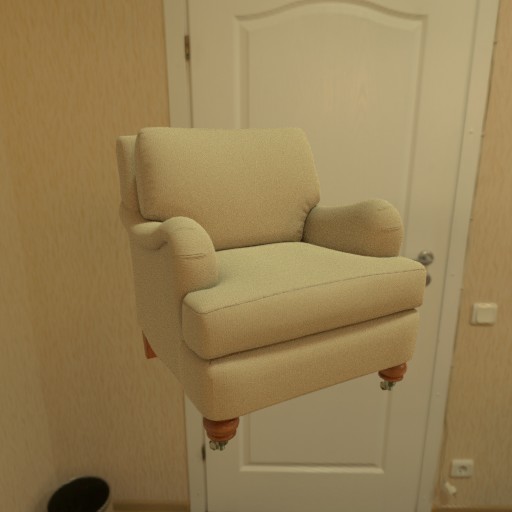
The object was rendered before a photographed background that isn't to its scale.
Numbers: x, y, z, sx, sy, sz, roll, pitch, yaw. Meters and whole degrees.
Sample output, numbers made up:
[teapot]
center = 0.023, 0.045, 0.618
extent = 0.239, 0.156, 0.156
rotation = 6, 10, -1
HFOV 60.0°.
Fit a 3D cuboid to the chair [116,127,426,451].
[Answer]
[chair]
center = 0.000, 0.000, 1.857
extent = 0.955, 1.038, 1.070
rotation = -8, 18, -27
